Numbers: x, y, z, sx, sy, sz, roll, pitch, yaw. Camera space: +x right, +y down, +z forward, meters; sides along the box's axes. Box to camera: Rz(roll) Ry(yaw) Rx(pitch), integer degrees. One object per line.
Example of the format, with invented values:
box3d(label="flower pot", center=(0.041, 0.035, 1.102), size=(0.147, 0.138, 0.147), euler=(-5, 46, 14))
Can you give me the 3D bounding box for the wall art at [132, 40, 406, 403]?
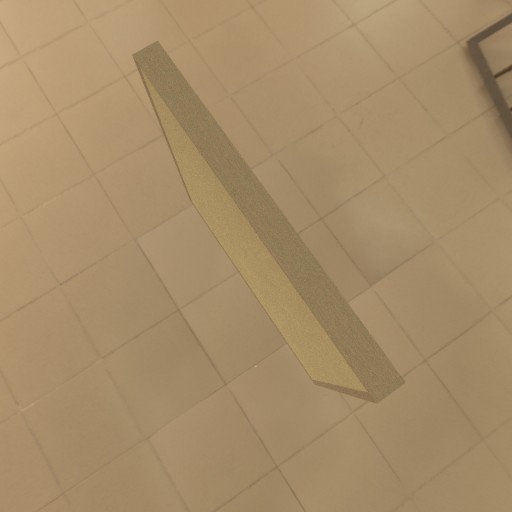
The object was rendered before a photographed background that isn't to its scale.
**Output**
box3d(label="wall art", center=(0.000, 0.000, 0.760), size=(0.038, 0.506, 0.508), euler=(-33, 78, -8))
